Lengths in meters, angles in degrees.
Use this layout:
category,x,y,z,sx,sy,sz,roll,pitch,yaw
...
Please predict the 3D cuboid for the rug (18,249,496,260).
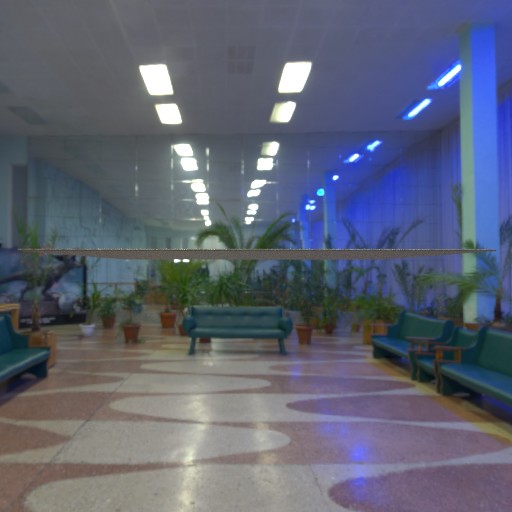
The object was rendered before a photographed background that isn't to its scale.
category,x,y,z,sx,sy,sz,roll,pitch,yaw
rug,0.000,0.000,4.030,3.057,0.013,2.434,0,-2,-1
